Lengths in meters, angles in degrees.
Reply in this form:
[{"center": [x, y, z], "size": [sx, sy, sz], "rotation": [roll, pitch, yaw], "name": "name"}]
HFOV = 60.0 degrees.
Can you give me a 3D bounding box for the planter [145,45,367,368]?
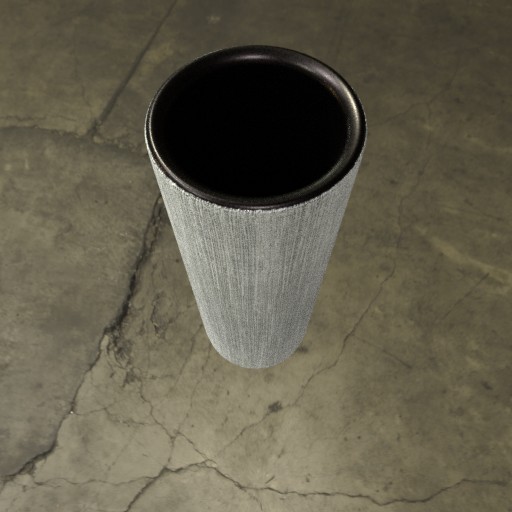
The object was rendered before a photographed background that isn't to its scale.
[{"center": [0.000, 0.000, 0.317], "size": [0.100, 0.270, 0.100], "rotation": [14, 64, 7], "name": "planter"}]
